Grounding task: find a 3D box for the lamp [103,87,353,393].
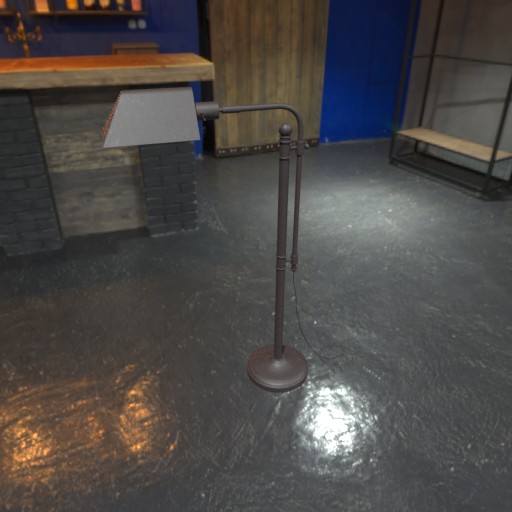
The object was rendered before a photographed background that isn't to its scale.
[{"bbox_3d":[0.000,0.000,0.965,0.545,0.708,0.159,-9,32,-14],"label":"lamp"}]
